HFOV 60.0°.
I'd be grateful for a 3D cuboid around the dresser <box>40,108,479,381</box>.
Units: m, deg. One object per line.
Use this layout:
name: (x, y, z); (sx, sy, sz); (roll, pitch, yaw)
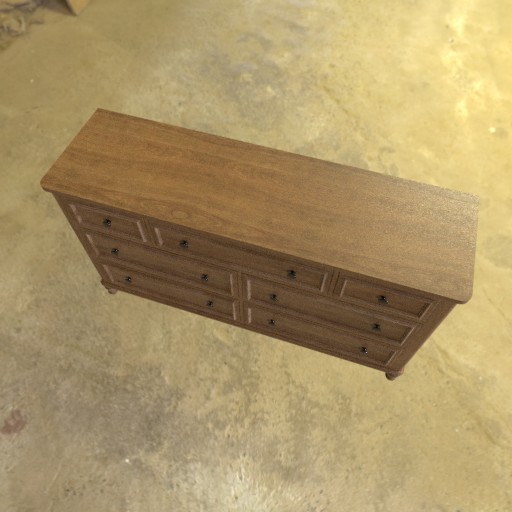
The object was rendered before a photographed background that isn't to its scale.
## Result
dresser: (0.000, 0.000, 2.023); (1.583, 0.892, 0.468); (15, 58, 10)
